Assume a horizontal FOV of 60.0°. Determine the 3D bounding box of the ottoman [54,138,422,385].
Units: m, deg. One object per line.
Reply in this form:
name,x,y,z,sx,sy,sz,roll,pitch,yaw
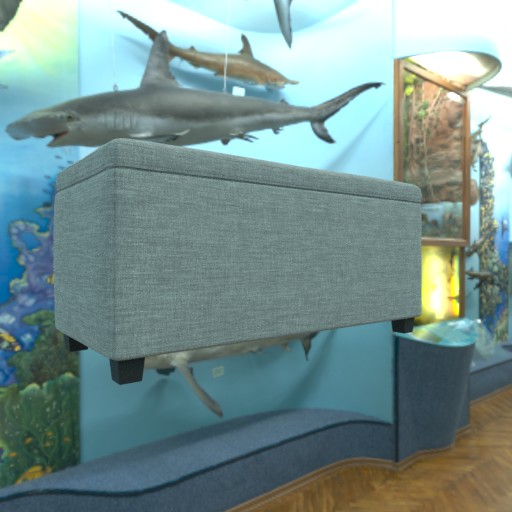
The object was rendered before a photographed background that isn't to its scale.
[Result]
ottoman,0.000,0.000,1.141,0.902,0.432,0.419,0,0,-37
